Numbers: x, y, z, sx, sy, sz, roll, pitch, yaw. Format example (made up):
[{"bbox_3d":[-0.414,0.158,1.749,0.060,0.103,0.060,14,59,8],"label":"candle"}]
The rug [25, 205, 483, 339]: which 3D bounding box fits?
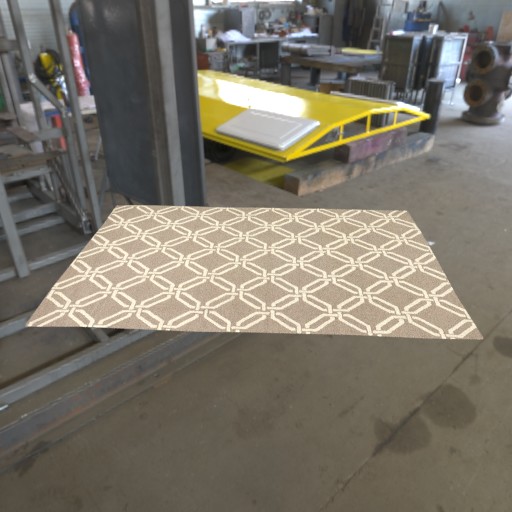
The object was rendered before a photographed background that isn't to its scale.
[{"bbox_3d":[0.000,0.000,2.159,1.748,0.010,1.142,1,31,2],"label":"rug"}]
